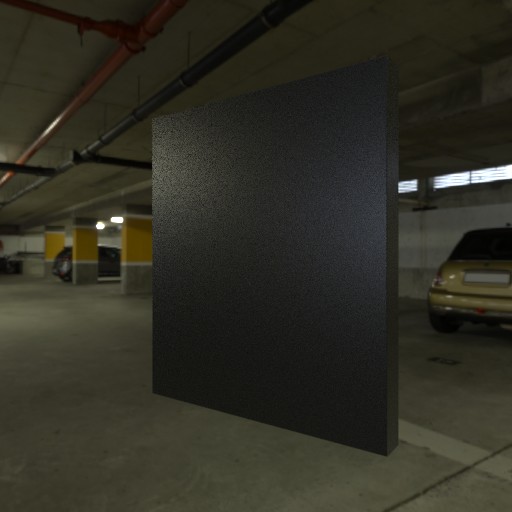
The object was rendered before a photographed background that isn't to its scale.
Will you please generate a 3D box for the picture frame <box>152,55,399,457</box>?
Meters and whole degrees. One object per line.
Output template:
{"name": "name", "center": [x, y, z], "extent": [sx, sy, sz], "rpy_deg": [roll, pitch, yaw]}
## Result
{"name": "picture frame", "center": [0.000, 0.000, 0.527], "extent": [0.328, 0.378, 0.034], "rpy_deg": [0, 0, 36]}
